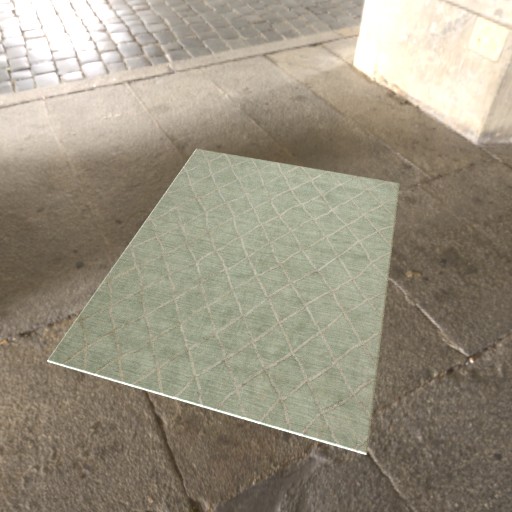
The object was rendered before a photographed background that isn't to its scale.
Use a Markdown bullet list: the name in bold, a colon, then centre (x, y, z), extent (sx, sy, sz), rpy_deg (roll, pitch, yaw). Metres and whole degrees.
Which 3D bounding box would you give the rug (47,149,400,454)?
- **rug**: centre (0.000, 0.000, 4.148), extent (2.420, 0.019, 3.039), rpy_deg (12, 47, 11)
